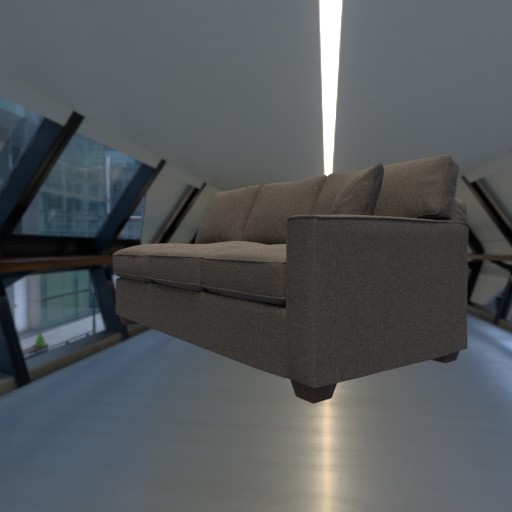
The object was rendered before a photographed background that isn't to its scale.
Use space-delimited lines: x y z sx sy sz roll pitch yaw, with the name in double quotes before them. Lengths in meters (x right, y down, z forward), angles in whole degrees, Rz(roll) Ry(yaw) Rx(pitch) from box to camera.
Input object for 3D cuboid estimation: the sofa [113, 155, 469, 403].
"sofa" 0.000 0.000 2.525 1.034 0.946 1.963 -1 2 -37
